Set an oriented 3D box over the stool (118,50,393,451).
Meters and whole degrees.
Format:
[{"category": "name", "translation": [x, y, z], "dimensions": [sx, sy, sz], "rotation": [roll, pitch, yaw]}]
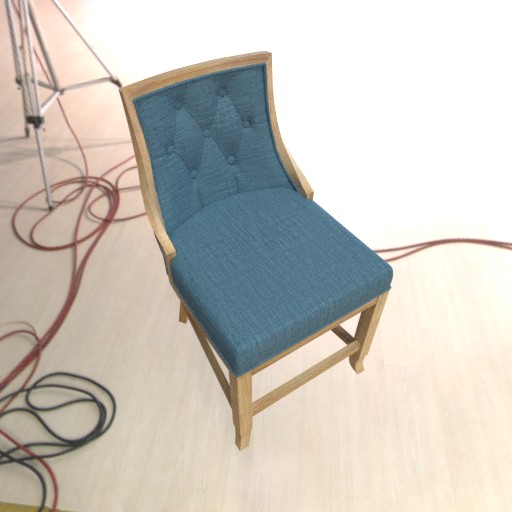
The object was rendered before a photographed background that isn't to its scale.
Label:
[{"category": "stool", "translation": [0.000, 0.000, 1.335], "dimensions": [0.524, 0.938, 0.626], "rotation": [-25, 51, -22]}]
